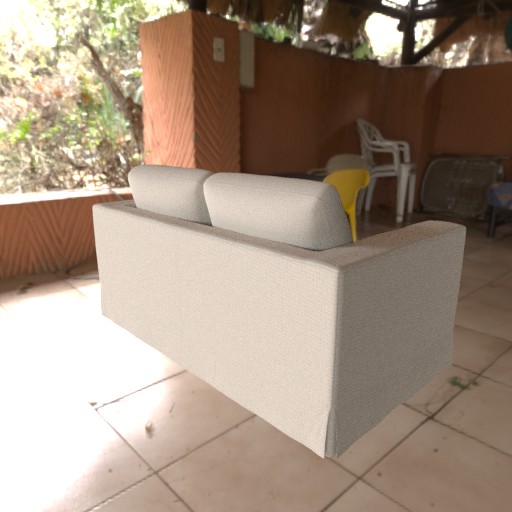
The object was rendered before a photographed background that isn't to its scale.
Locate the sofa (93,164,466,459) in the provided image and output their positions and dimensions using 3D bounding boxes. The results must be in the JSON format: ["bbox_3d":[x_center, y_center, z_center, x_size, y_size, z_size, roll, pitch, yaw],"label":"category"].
[{"bbox_3d":[0.000,0.000,2.377,1.009,0.932,1.813,-15,21,-42],"label":"sofa"}]
